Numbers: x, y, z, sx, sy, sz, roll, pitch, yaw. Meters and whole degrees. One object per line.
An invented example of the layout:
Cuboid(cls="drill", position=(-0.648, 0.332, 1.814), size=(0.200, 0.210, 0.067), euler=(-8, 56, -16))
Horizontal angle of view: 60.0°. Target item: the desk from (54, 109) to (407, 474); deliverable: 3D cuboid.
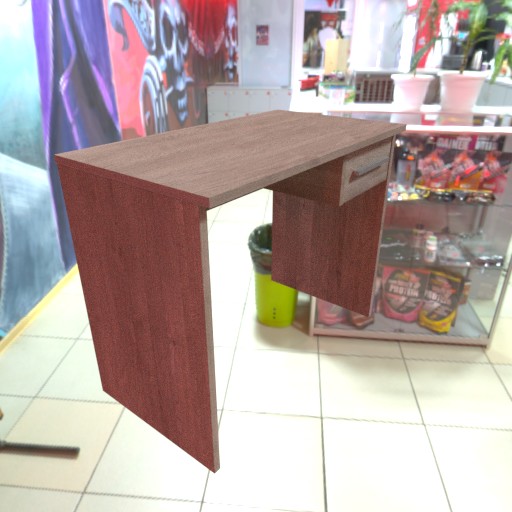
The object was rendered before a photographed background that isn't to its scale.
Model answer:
Cuboid(cls="desk", position=(0.000, 0.000, 1.371), size=(0.498, 0.724, 0.893), euler=(19, 32, 34))
